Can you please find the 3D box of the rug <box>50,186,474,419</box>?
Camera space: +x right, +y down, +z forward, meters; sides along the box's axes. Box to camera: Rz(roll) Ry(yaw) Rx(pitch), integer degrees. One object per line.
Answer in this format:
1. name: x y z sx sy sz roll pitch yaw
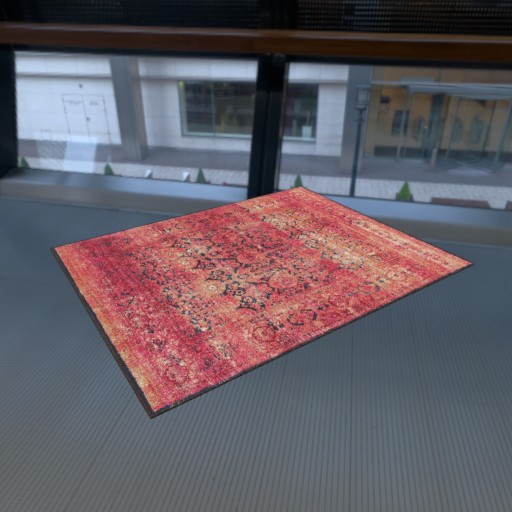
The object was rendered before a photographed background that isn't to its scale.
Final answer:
1. rug: 0.000 0.000 4.023 3.032 0.020 2.411 -18 33 -30
